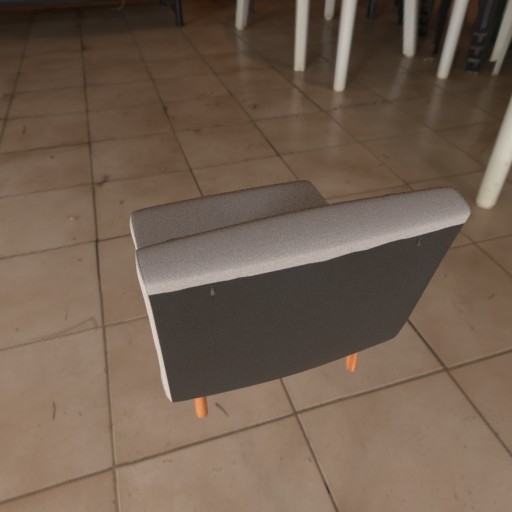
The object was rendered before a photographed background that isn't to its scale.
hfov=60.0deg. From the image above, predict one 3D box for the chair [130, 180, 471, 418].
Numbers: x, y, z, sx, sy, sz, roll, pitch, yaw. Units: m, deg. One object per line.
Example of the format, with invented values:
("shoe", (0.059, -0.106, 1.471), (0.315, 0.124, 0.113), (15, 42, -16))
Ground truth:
("chair", (0.000, 0.000, 1.487), (0.770, 0.808, 0.902), (-12, 41, -15))
